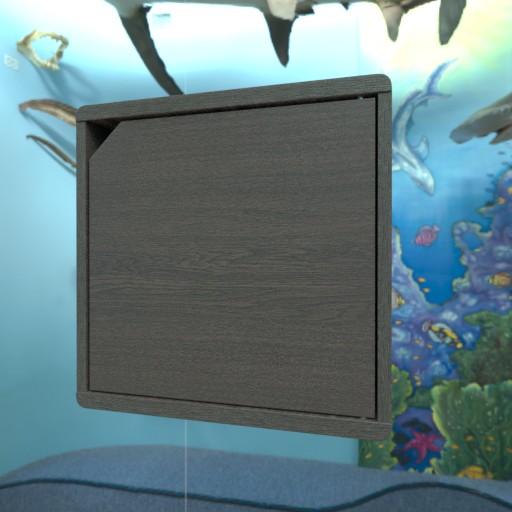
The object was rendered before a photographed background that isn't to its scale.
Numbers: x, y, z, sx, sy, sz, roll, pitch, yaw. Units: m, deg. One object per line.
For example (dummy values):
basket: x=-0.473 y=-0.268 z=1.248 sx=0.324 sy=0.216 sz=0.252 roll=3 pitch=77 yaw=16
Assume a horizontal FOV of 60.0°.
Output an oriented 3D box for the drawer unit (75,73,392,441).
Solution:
drawer unit: x=0.000 y=0.000 z=0.596 sx=0.344 sy=0.344 sz=0.290 roll=0 pitch=0 yaw=16
